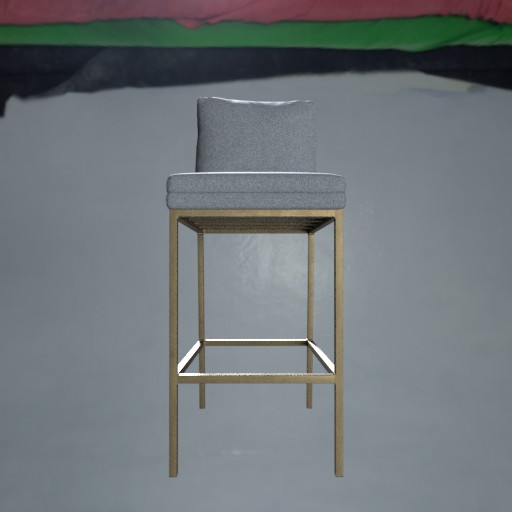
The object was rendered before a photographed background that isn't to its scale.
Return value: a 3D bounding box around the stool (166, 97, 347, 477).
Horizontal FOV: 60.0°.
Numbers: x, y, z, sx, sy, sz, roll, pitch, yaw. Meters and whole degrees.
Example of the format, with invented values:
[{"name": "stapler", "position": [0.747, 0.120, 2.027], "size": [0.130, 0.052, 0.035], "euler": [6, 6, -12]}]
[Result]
[{"name": "stool", "position": [0.000, 0.000, 1.400], "size": [0.463, 1.130, 0.569], "euler": [0, 0, 0]}]
